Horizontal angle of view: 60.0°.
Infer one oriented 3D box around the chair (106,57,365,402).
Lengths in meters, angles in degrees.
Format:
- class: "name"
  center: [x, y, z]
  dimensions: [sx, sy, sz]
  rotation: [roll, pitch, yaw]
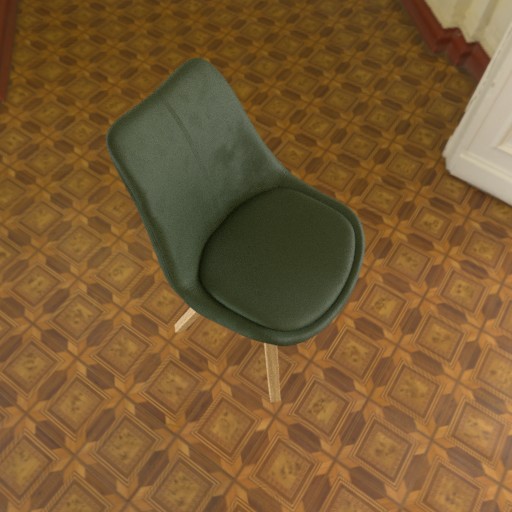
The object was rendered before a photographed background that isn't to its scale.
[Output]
- class: "chair"
  center: [0.000, 0.000, 1.217]
  dimensions: [0.547, 0.865, 0.483]
  rotation: [30, 64, 16]
